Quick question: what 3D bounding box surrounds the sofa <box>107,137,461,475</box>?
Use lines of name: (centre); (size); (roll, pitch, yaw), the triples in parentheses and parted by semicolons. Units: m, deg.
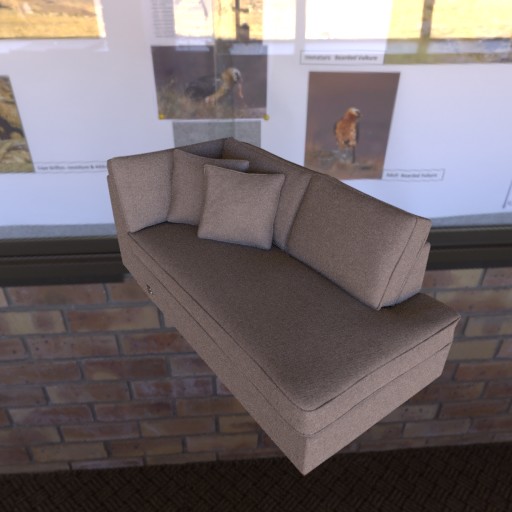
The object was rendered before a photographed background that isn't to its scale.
sofa: (0.000, 0.000, 2.808); (1.110, 1.033, 2.237); (-21, 38, -30)
